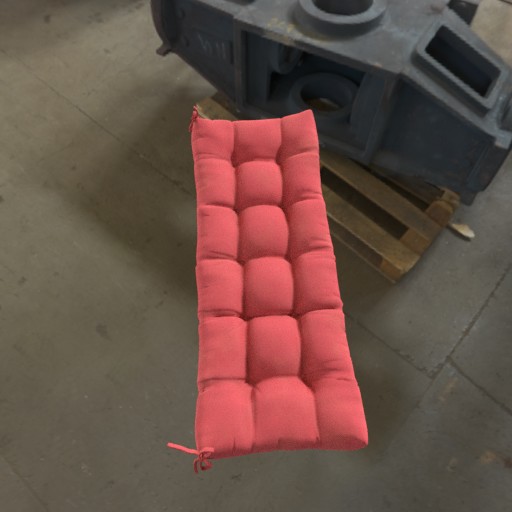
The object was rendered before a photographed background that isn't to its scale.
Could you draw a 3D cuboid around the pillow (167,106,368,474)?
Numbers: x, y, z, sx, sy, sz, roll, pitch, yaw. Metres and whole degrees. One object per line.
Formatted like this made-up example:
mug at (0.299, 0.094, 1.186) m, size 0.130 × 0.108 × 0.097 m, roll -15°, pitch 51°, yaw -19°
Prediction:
pillow at (0.000, 0.000, 1.378) m, size 0.511 × 0.174 × 1.194 m, roll -4°, pitch 64°, yaw -2°
